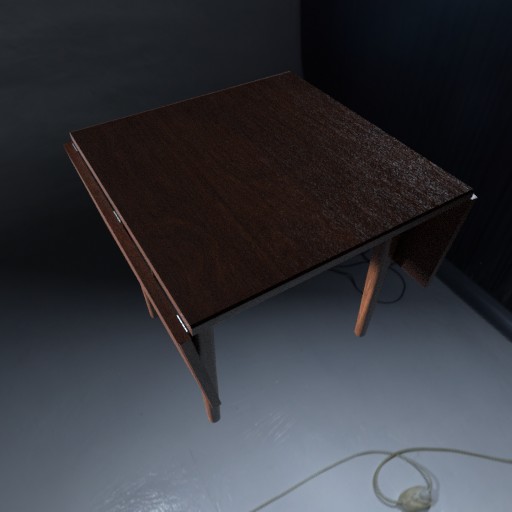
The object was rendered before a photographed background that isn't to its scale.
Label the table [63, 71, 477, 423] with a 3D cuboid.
[{"bbox_3d":[0.000,0.000,1.477,0.843,0.763,0.812,-24,51,-21],"label":"table"}]
